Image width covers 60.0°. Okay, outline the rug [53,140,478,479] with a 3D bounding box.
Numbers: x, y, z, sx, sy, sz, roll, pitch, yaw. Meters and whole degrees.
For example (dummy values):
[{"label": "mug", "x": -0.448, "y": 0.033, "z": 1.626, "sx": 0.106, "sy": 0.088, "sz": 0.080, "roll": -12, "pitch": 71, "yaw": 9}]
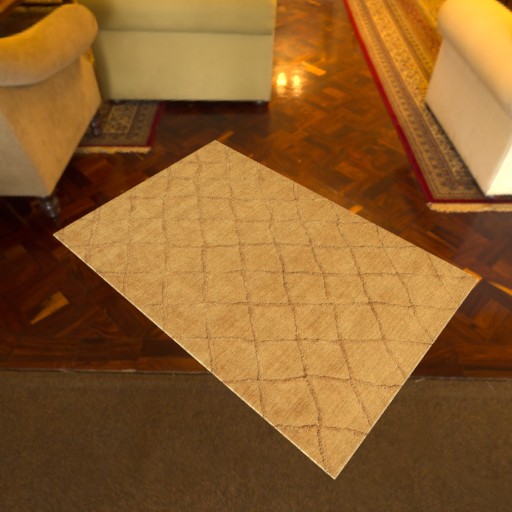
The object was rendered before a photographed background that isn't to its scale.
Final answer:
[{"label": "rug", "x": 0.000, "y": 0.000, "z": 2.847, "sx": 2.292, "sy": 0.014, "sz": 1.528, "roll": 33, "pitch": 55, "yaw": 27}]
